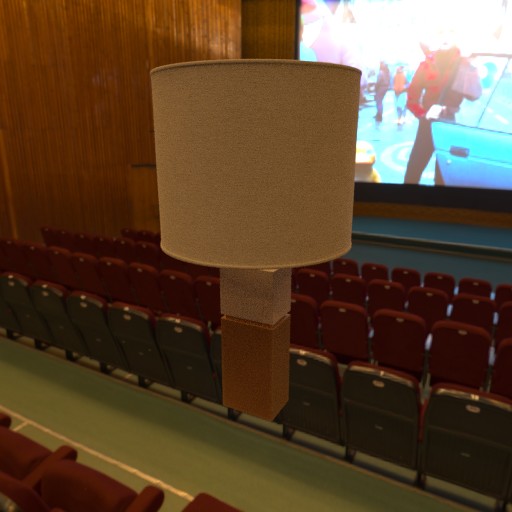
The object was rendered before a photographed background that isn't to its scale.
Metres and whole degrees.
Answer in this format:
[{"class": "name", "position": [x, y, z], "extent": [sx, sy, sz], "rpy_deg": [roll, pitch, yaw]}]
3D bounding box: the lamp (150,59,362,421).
[{"class": "lamp", "position": [0.000, 0.000, 0.548], "extent": [0.229, 0.417, 0.229], "rpy_deg": [8, 18, 27]}]
